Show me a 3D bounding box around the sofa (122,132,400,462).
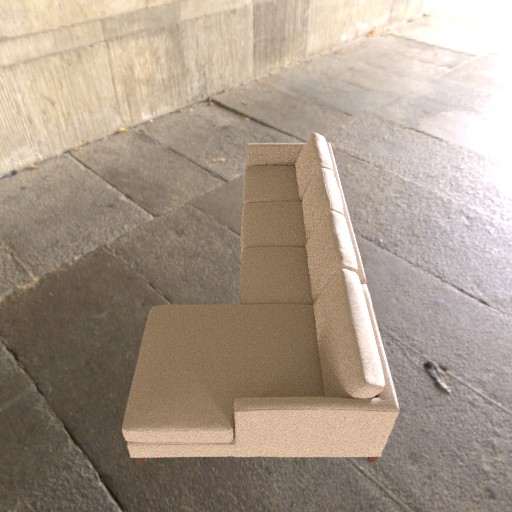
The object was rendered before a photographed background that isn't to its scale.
[{"bbox_3d":[0.000,0.000,3.804,1.625,0.861,3.186,0,41,0],"label":"sofa"}]
